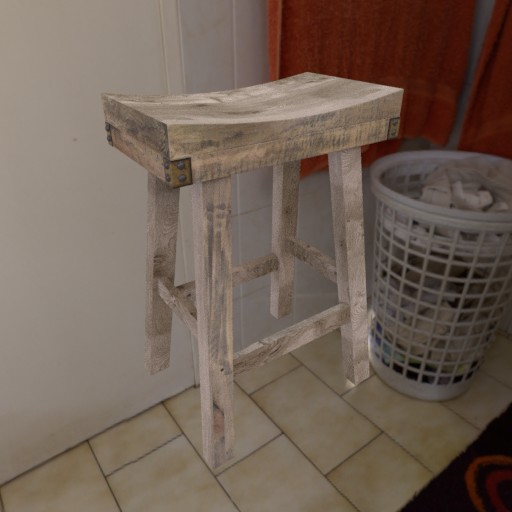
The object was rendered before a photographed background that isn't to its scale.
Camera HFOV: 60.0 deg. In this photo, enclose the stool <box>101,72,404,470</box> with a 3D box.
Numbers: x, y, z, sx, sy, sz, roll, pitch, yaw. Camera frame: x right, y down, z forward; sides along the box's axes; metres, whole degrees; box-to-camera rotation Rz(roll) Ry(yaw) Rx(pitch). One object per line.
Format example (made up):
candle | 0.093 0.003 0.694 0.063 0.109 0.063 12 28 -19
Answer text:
stool | 0.000 0.000 0.897 0.450 0.635 0.330 -19 35 -29
